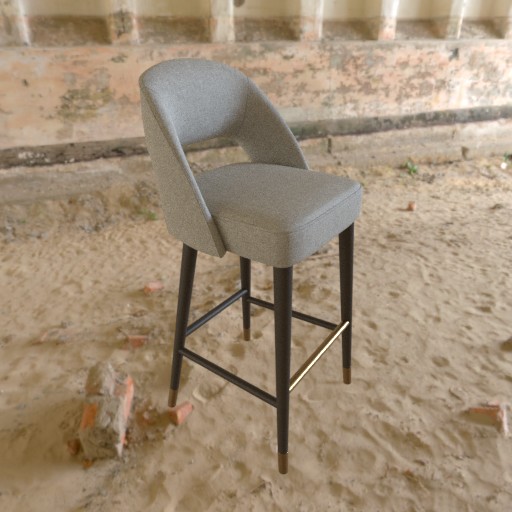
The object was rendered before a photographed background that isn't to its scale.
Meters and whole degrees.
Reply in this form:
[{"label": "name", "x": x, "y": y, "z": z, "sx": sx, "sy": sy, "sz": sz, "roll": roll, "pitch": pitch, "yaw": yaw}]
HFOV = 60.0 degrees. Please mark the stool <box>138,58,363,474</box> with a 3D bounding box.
[{"label": "stool", "x": 0.000, "y": 0.000, "z": 1.288, "sx": 0.509, "sy": 1.037, "sz": 0.494, "roll": 17, "pitch": 32, "yaw": 30}]
